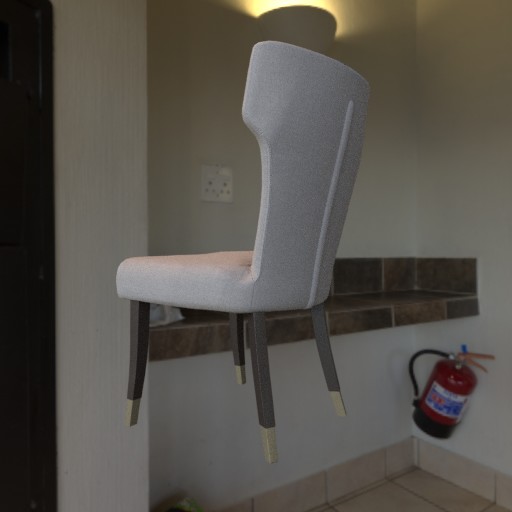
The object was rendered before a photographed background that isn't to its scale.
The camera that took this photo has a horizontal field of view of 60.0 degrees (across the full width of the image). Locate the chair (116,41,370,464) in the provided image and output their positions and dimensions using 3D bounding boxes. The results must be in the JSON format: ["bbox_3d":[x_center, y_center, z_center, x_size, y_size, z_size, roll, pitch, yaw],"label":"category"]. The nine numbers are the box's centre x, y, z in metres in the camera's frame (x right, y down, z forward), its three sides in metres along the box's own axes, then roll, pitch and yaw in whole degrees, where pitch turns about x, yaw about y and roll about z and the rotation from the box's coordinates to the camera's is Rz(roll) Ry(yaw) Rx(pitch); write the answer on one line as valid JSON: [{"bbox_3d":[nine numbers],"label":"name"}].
[{"bbox_3d":[0.000,0.000,1.280,0.630,0.950,0.526,0,1,38],"label":"chair"}]
